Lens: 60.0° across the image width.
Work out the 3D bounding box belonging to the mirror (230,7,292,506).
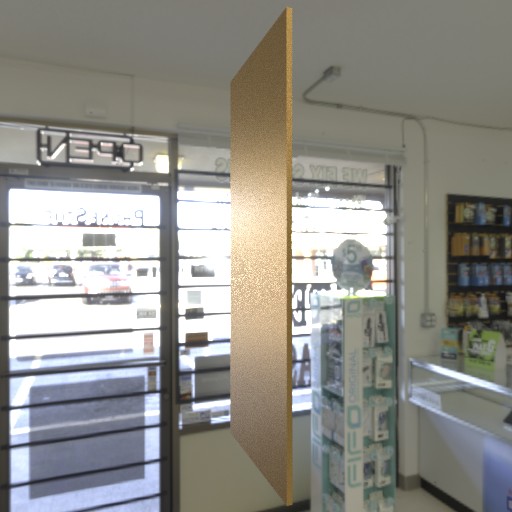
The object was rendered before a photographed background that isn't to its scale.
[{"bbox_3d":[0.000,0.000,2.191,0.025,2.031,0.812,0,-1,-20],"label":"mirror"}]
